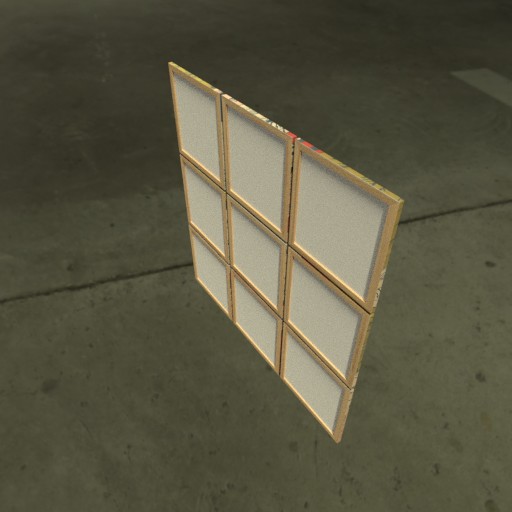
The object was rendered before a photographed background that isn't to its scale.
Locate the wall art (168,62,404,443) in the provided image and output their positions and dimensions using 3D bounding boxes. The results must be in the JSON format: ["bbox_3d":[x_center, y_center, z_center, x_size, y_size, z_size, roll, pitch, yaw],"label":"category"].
[{"bbox_3d":[0.000,0.000,1.369,0.013,0.913,0.904,-25,47,-26],"label":"wall art"}]
